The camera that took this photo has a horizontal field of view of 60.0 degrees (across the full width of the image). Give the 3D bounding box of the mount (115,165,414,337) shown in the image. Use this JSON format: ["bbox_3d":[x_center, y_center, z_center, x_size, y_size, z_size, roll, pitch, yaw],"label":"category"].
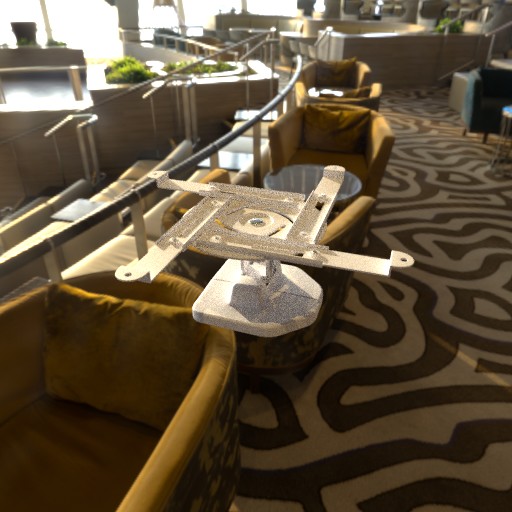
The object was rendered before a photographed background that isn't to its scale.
[{"bbox_3d":[0.000,0.000,0.606,0.394,0.141,0.394,10,32,16],"label":"mount"}]
